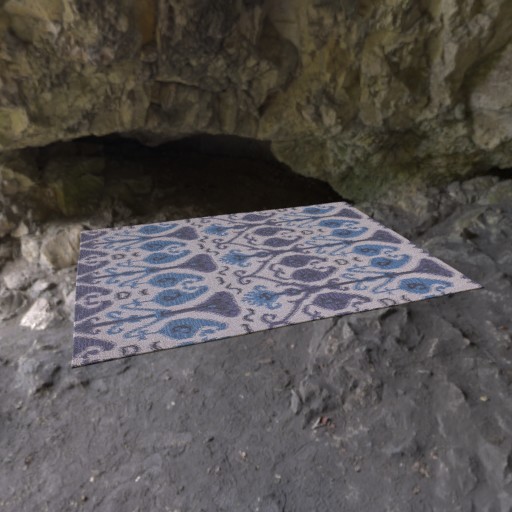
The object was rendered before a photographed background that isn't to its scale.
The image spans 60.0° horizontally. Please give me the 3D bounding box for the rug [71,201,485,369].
[{"bbox_3d":[0.000,0.000,2.969,2.261,0.013,1.676,-8,26,-17],"label":"rug"}]
